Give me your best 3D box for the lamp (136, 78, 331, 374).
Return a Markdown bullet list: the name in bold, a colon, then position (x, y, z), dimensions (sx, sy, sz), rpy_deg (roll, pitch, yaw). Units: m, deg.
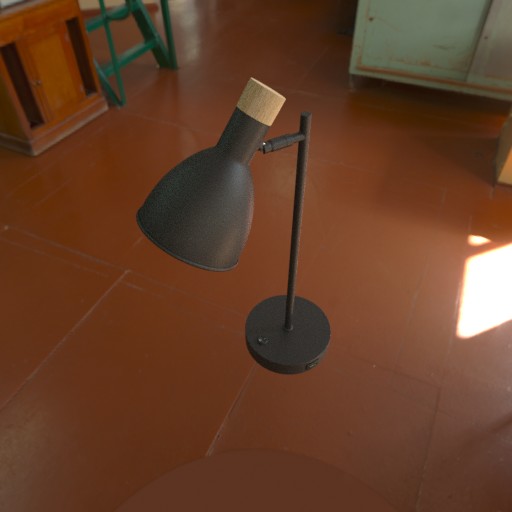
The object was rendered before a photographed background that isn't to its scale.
- **lamp**: position (0.000, 0.000, 0.603), dimensions (0.287, 0.483, 0.152), rpy_deg (-23, 49, -21)
